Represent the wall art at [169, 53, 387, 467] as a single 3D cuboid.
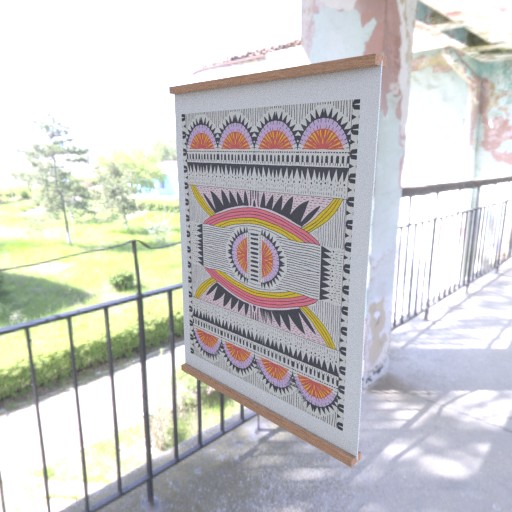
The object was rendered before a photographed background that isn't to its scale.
[{"bbox_3d":[0.000,0.000,0.796,0.456,0.609,0.028,13,19,43],"label":"wall art"}]
